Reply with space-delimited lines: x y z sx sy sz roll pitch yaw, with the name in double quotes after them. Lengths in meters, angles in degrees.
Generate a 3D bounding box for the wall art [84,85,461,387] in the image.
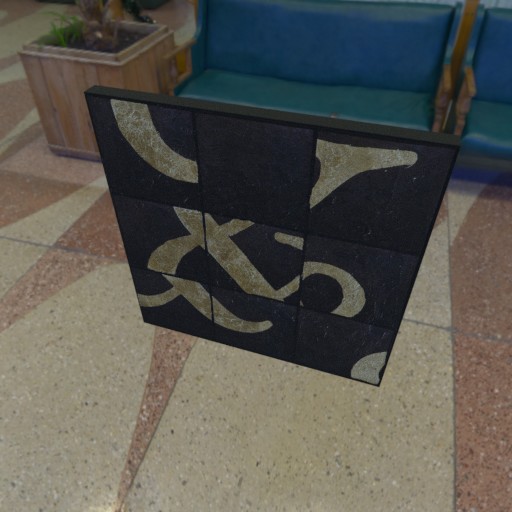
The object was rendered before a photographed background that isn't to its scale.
0.000 0.000 1.120 0.758 0.758 0.044 12 43 14 "wall art"
